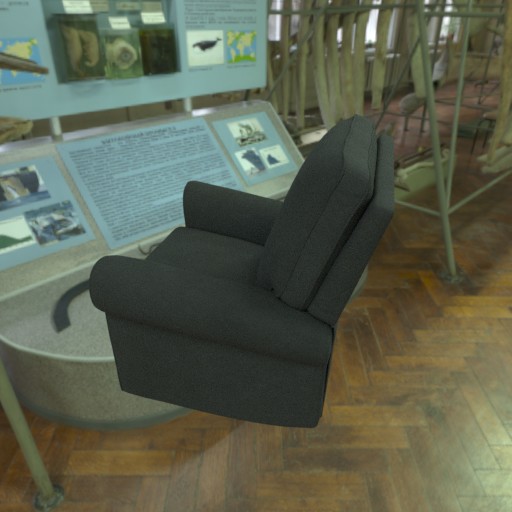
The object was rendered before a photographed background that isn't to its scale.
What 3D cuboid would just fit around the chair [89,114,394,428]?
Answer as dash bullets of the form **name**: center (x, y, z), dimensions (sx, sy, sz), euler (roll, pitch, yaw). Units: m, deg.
- **chair**: center (0.000, 0.000, 1.647), dimensions (0.878, 0.961, 0.890), euler (8, 30, 13)
